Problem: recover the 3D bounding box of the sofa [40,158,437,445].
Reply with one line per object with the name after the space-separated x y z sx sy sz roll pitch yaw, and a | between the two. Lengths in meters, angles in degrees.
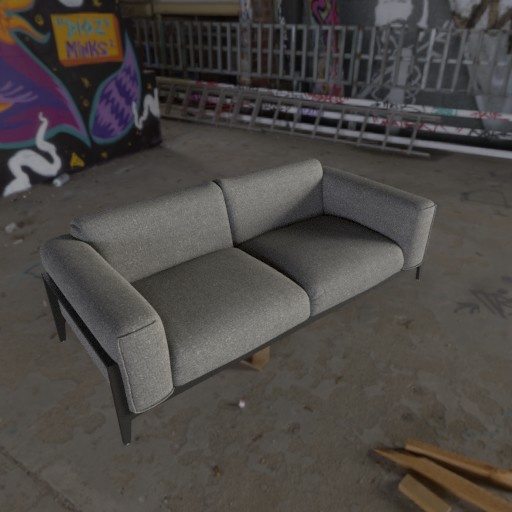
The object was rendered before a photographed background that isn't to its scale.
0.000 0.000 2.578 2.125 0.703 0.985 -21 35 -33 | sofa
